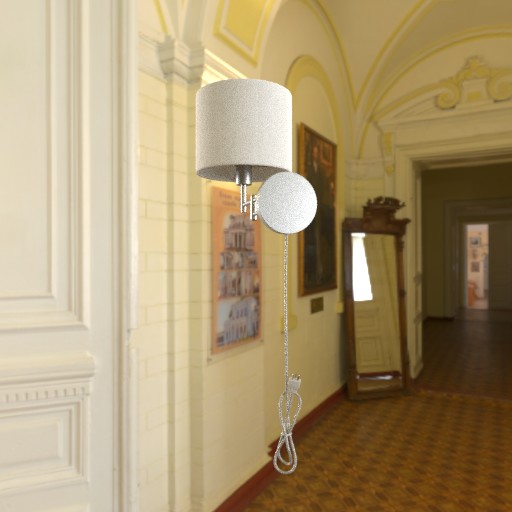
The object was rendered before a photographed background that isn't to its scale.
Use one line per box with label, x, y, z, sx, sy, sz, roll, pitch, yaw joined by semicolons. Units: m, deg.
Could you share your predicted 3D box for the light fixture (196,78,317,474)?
light fixture;0.000;0.000;1.064;0.253;0.842;0.479;0;0;-16
